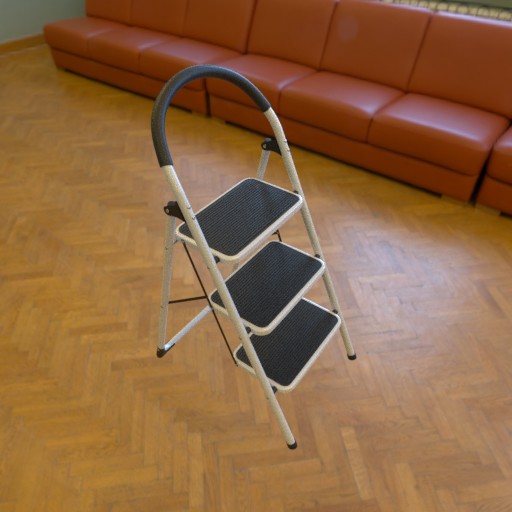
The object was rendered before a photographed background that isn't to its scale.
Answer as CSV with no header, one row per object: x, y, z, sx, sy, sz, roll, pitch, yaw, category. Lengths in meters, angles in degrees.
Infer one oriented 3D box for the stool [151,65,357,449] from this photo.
0.000,0.000,1.454,0.676,1.109,0.485,26,47,26,stool
